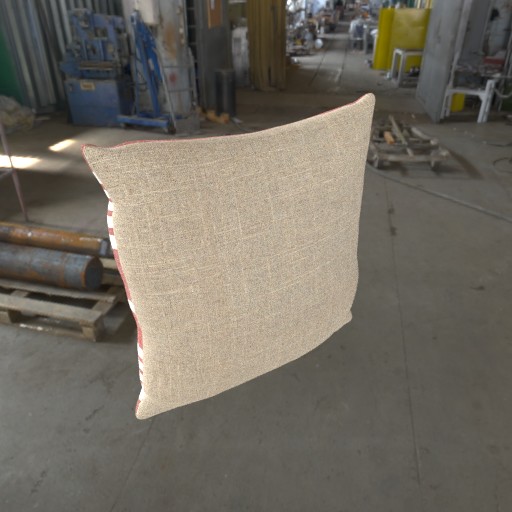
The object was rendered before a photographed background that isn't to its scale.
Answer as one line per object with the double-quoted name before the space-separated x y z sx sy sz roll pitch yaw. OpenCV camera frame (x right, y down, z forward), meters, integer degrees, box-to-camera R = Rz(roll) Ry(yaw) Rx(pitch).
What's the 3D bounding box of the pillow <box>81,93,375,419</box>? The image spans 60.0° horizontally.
"pillow" 0.000 0.000 0.668 0.439 0.427 0.182 -19 36 -28
